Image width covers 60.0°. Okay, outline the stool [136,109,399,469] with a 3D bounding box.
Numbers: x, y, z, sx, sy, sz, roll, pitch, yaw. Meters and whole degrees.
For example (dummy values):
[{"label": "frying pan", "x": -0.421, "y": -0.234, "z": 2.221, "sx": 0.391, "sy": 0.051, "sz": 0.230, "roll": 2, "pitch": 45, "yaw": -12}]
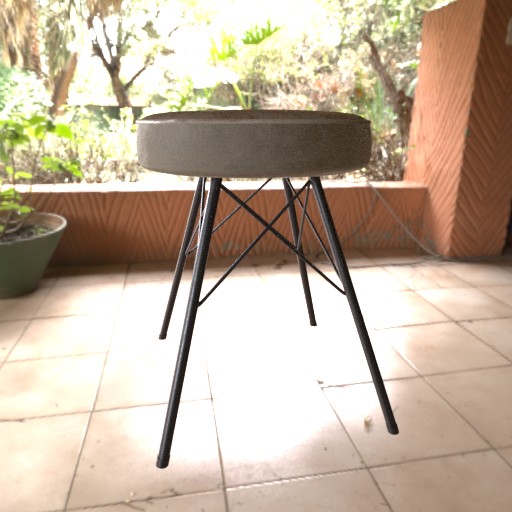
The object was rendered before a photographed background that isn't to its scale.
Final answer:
[{"label": "stool", "x": 0.000, "y": 0.000, "z": 0.867, "sx": 0.423, "sy": 0.538, "sz": 0.457, "roll": -3, "pitch": 17, "yaw": -11}]
